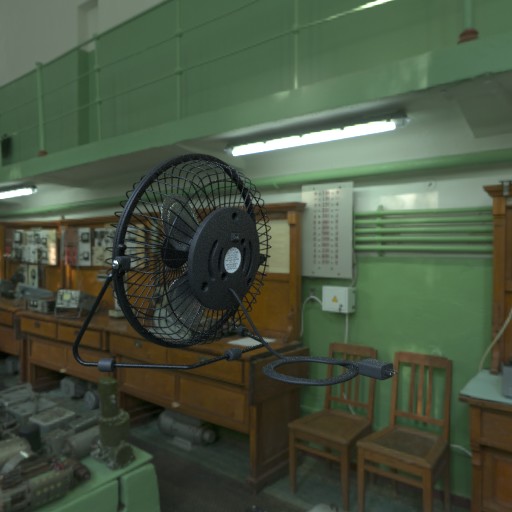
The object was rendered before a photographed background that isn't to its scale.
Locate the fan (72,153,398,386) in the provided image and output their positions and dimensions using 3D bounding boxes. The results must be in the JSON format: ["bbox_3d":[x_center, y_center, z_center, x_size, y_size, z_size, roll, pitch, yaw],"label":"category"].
[{"bbox_3d":[0.000,0.000,0.380,0.227,0.188,0.209,1,1,36],"label":"fan"}]
